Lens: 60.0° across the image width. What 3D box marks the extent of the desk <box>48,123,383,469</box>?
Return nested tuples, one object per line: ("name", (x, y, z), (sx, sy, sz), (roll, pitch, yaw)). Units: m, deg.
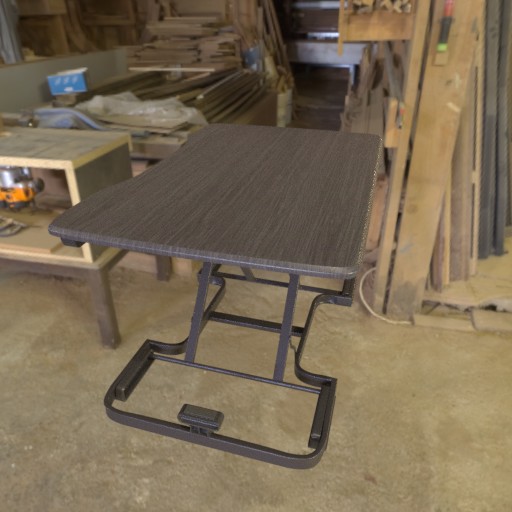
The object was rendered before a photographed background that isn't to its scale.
("desk", (0.000, 0.000, 1.144), (0.546, 0.470, 0.820), (8, 31, 14))
